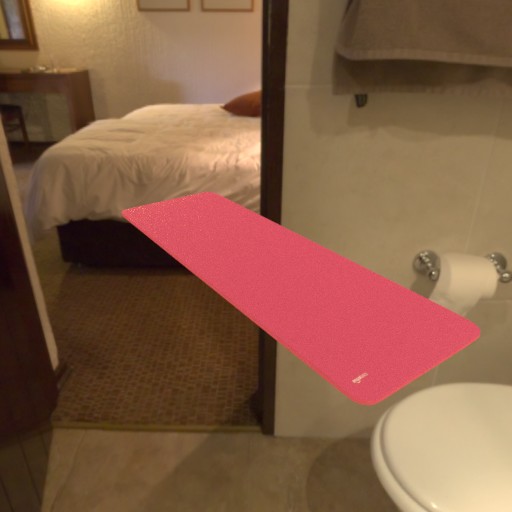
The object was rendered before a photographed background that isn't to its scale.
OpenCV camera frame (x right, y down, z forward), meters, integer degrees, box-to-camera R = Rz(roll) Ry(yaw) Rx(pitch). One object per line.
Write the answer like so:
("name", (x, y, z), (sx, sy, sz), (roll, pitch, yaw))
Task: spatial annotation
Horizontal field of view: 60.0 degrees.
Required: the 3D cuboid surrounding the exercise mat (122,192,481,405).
("exercise mat", (0.000, 0.000, 2.059), (0.616, 0.021, 1.884), (-18, 32, -32))
